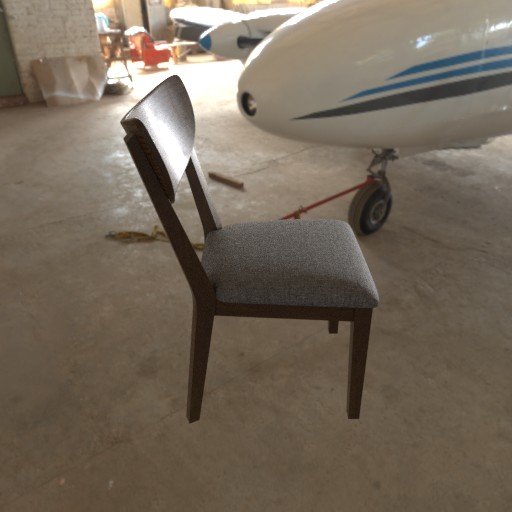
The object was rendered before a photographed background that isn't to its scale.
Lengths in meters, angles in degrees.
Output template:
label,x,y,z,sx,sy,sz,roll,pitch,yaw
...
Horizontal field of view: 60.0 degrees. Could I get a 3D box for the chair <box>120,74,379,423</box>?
label,x,y,z,sx,sy,sz,roll,pitch,yaw
chair,0.000,0.000,1.199,0.583,0.849,0.491,0,31,-1
